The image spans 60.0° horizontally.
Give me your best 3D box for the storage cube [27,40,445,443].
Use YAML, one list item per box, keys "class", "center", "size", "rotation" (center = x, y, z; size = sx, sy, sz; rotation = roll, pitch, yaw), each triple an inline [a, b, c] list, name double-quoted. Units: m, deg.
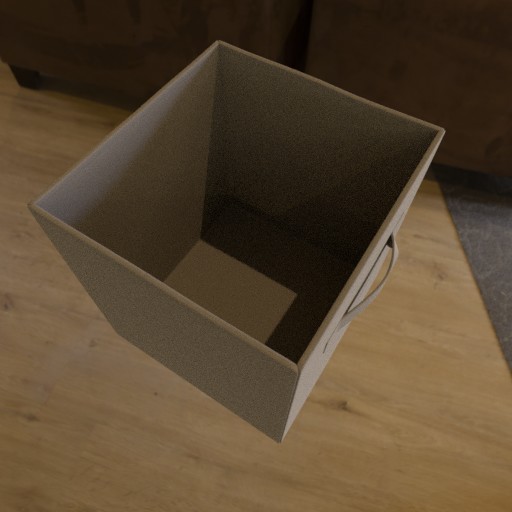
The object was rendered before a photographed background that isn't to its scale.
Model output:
- class: "storage cube"
  center: [0.000, 0.000, 0.491]
  size: [0.270, 0.280, 0.270]
  rotation: [29, 63, 17]
